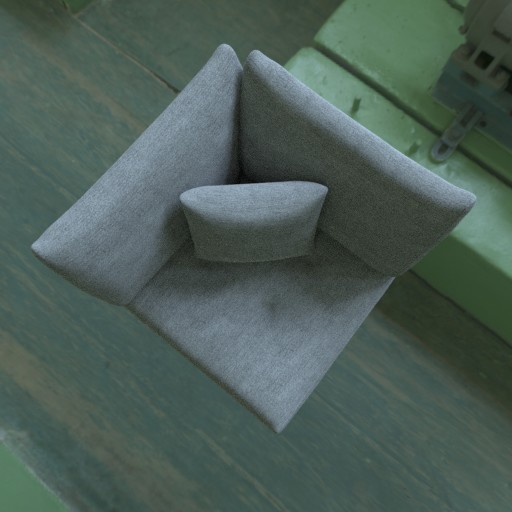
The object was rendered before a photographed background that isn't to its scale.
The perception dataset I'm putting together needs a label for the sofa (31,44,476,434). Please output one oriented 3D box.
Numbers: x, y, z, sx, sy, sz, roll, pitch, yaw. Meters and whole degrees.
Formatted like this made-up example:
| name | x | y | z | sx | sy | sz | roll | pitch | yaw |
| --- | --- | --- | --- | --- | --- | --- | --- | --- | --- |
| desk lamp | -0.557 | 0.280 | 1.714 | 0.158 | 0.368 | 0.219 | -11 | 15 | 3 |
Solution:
| name | x | y | z | sx | sy | sz | roll | pitch | yaw |
| --- | --- | --- | --- | --- | --- | --- | --- | --- | --- |
| sofa | 0.000 | 0.000 | 1.717 | 1.000 | 0.820 | 1.000 | 37 | 79 | 9 |
